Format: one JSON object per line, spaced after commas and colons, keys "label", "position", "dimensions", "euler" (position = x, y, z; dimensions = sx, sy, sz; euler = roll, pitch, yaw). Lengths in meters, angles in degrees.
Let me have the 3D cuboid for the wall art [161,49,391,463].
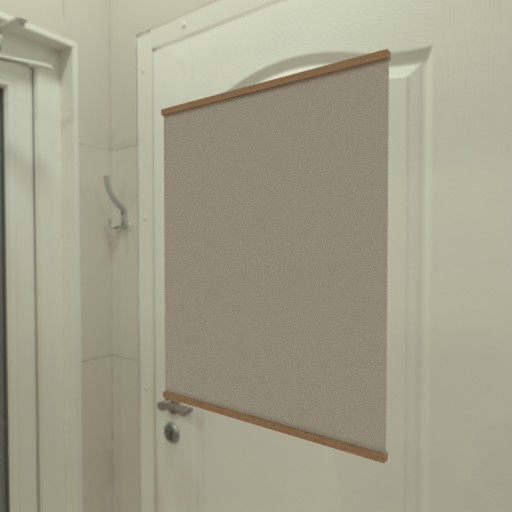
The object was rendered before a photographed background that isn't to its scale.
{"label": "wall art", "position": [0.000, 0.000, 0.668], "dimensions": [0.405, 0.508, 0.012], "euler": [1, 2, 37]}
